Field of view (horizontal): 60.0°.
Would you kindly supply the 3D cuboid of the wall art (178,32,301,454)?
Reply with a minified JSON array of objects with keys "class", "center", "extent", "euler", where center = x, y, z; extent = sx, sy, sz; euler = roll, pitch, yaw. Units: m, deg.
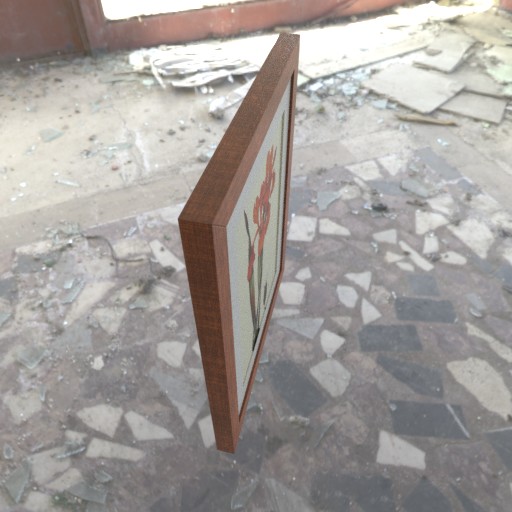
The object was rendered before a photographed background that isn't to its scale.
[{"class":"wall art","center":[0.000,0.000,0.765],"extent":[0.033,0.567,0.467],"euler":[10,47,9]}]
